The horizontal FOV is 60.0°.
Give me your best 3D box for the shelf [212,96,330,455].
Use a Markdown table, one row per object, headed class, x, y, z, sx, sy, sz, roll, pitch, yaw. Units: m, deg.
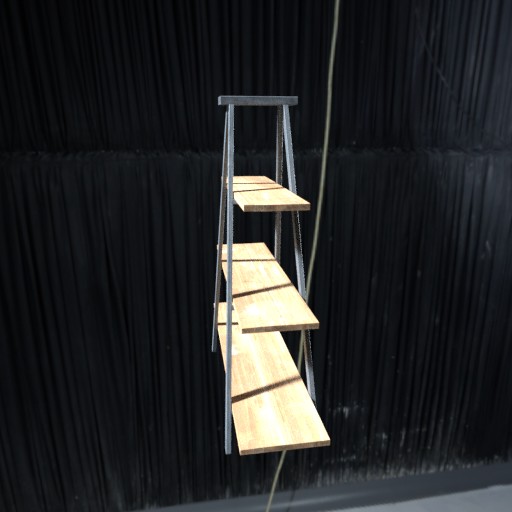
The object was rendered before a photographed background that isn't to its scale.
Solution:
| class | x | y | z | sx | sy | sz | roll | pitch | yaw |
| --- | --- | --- | --- | --- | --- | --- | --- | --- | --- |
| shelf | 0.000 | 0.000 | 2.677 | 0.508 | 1.808 | 1.746 | -3 | 17 | -9 |
